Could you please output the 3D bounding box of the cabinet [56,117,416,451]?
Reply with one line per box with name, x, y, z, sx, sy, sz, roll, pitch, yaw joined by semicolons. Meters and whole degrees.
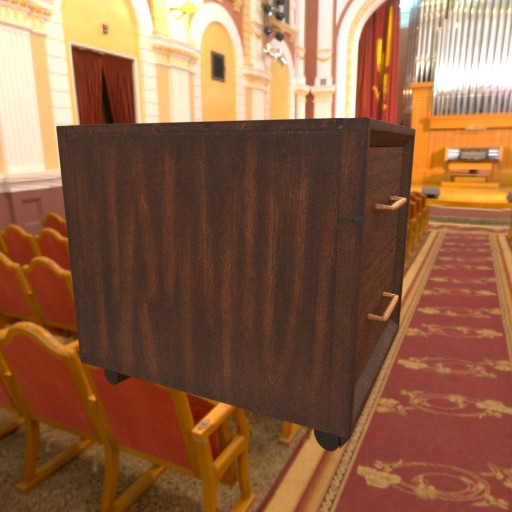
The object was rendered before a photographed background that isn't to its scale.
cabinet;0.000;0.000;0.815;0.500;0.455;0.402;7;16;25
